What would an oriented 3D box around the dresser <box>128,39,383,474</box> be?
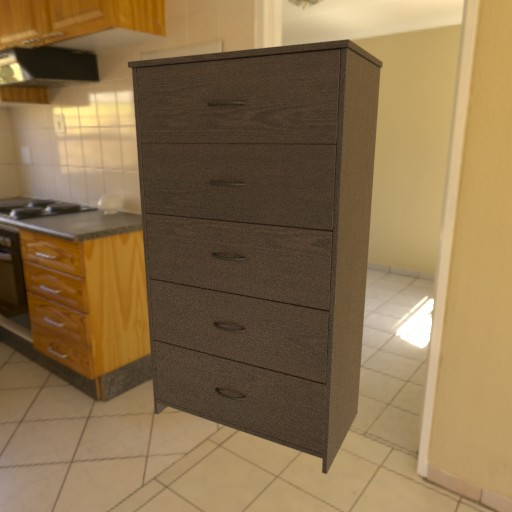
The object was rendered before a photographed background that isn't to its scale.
[{"bbox_3d":[0.000,0.000,1.546,0.704,1.254,0.418,8,17,27],"label":"dresser"}]
